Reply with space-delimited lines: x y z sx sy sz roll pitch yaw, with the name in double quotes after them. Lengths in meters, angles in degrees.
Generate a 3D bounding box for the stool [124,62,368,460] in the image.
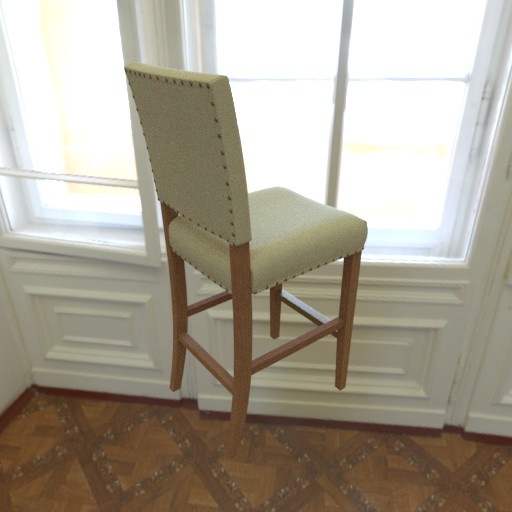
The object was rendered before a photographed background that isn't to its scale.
0.000 0.000 1.456 0.584 1.168 0.445 -20 34 -33 "stool"
